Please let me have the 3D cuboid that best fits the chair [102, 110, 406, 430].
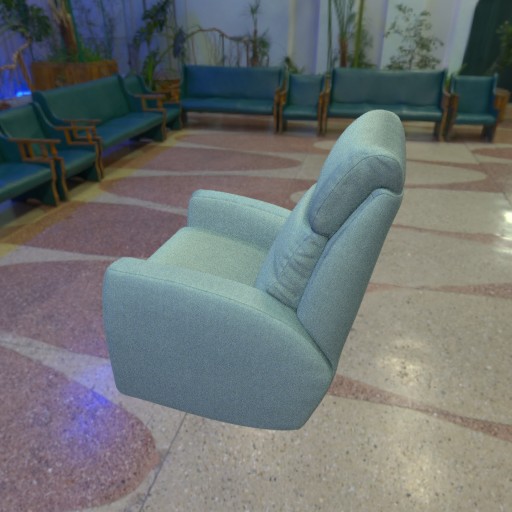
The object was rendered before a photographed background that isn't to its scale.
[{"bbox_3d":[0.000,0.000,1.639,0.940,1.013,0.812,8,29,14],"label":"chair"}]
